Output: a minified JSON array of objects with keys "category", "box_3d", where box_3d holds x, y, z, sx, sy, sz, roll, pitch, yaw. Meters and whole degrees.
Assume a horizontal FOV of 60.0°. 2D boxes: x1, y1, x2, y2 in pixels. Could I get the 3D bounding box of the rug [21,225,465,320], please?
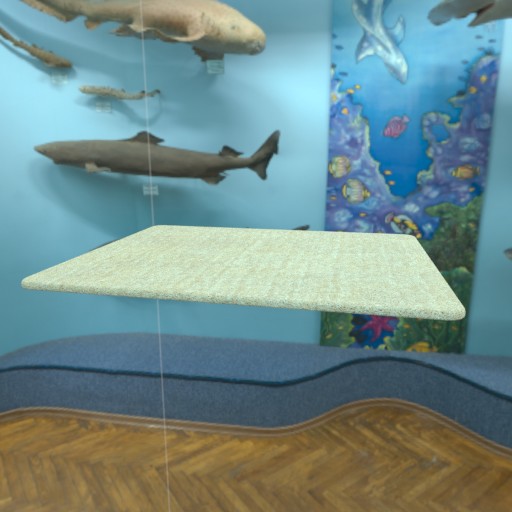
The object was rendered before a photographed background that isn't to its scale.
[{"category":"rug","box_3d":[0.000,0.000,3.339,2.528,0.048,2.009,3,14,11]}]
